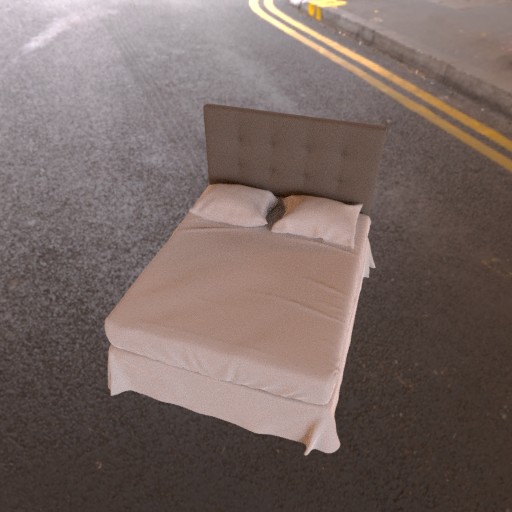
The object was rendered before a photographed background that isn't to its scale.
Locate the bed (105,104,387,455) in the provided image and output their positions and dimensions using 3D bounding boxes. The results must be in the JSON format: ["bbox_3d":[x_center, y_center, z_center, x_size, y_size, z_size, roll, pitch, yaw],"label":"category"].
[{"bbox_3d":[0.000,0.000,3.603,1.936,1.577,2.222,12,42,14],"label":"bed"}]
